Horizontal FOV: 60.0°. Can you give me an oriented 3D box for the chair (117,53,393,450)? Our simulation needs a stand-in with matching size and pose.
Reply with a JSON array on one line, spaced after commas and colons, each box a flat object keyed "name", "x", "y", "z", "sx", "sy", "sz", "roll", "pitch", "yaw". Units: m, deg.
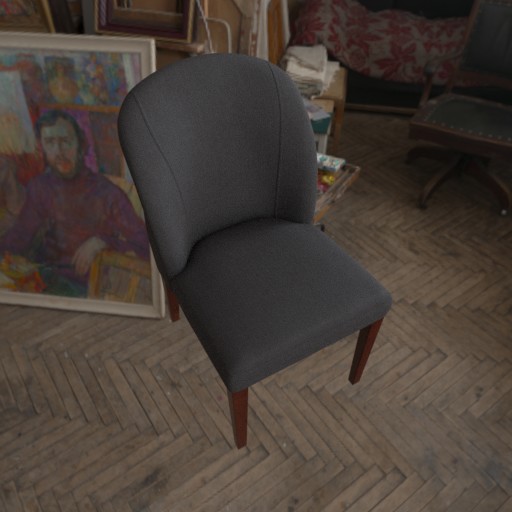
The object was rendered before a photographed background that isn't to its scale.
[{"name": "chair", "x": 0.000, "y": 0.000, "z": 1.228, "sx": 0.506, "sy": 0.879, "sz": 0.619, "roll": -22, "pitch": 49, "yaw": -20}]
